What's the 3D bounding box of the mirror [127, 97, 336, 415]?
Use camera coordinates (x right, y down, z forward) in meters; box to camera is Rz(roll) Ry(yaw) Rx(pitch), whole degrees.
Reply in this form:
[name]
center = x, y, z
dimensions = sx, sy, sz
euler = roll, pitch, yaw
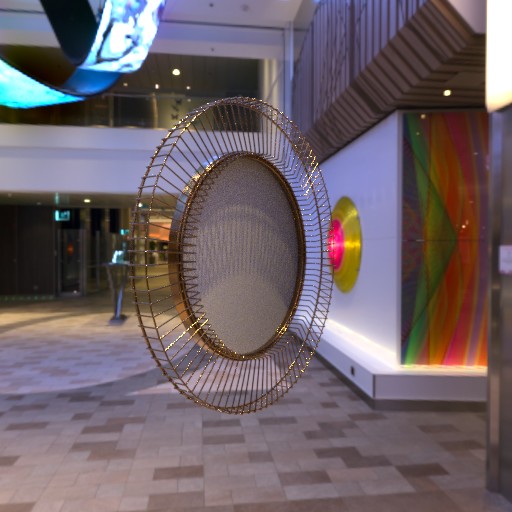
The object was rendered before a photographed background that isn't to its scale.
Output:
[mirror]
center = 0.000, 0.000, 1.036
dimensions = 0.067, 0.703, 0.703
euler = 1, 1, 36
